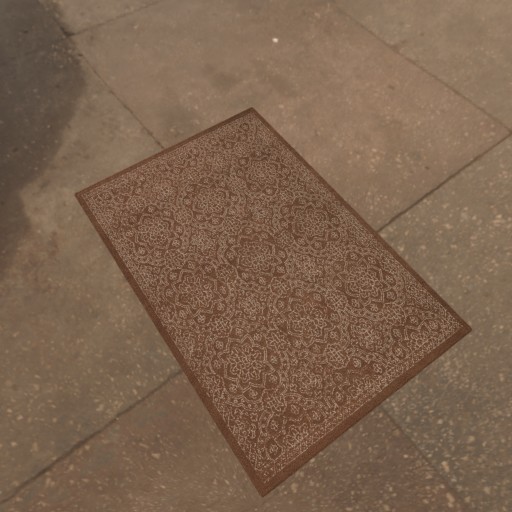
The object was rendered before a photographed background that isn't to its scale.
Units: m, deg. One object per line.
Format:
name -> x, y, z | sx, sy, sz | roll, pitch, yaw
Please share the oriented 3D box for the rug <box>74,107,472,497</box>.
rug -> 0.000, 0.000, 2.288 | 1.219, 0.010, 1.829 | -31, 65, -17
